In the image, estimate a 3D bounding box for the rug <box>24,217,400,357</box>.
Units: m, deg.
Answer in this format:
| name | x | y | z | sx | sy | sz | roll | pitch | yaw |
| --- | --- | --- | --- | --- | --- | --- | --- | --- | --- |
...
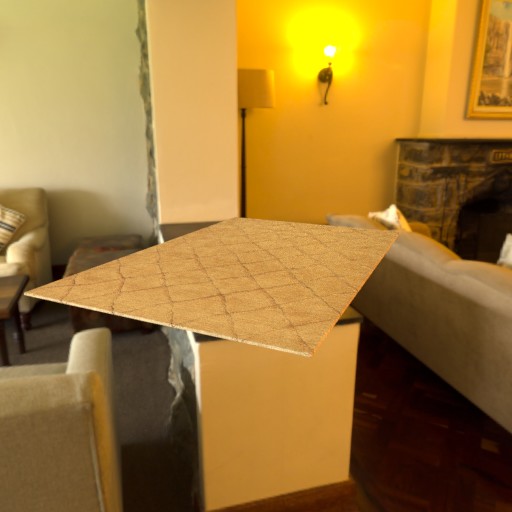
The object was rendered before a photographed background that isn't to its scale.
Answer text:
| name | x | y | z | sx | sy | sz | roll | pitch | yaw |
| --- | --- | --- | --- | --- | --- | --- | --- | --- | --- |
| rug | 0.000 | 0.000 | 2.935 | 1.528 | 0.014 | 2.292 | 7 | 17 | 24 |
